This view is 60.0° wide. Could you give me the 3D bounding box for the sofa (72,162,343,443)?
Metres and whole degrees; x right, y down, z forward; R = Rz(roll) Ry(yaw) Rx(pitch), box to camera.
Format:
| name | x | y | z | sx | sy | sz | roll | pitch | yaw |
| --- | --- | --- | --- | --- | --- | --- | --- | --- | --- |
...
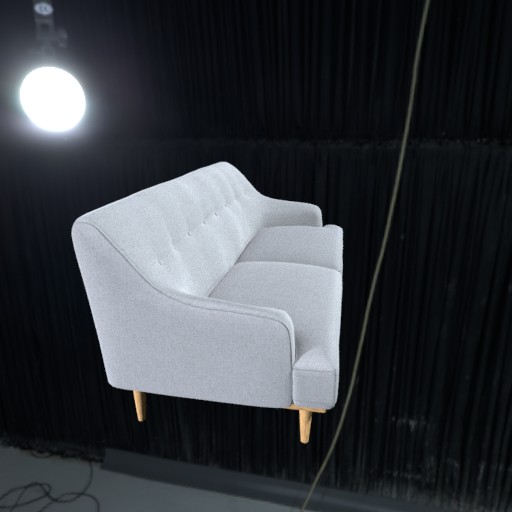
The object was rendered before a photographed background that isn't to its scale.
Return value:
| name | x | y | z | sx | sy | sz | roll | pitch | yaw |
| --- | --- | --- | --- | --- | --- | --- | --- | --- | --- |
| sofa | 0.000 | 0.000 | 2.523 | 0.978 | 0.871 | 2.057 | 3 | 18 | 10 |
